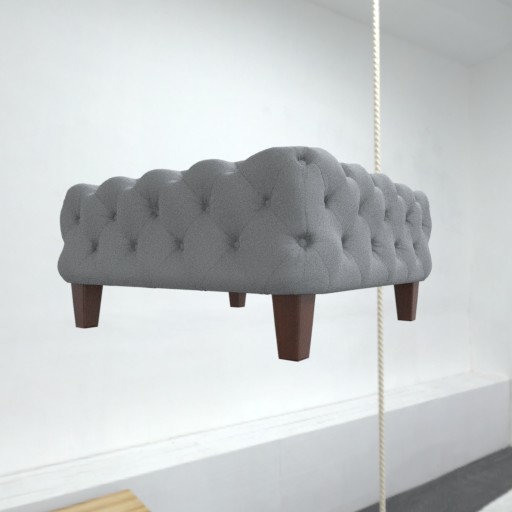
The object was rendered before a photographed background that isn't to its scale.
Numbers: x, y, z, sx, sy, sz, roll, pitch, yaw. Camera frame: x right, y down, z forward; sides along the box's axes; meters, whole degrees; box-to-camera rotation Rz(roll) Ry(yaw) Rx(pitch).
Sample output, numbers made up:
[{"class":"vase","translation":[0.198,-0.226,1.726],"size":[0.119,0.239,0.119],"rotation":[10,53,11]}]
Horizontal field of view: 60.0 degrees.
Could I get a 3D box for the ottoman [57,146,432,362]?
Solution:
[{"class":"ottoman","translation":[0.000,0.000,1.196],"size":[0.764,0.365,0.758],"rotation":[0,-1,36]}]
